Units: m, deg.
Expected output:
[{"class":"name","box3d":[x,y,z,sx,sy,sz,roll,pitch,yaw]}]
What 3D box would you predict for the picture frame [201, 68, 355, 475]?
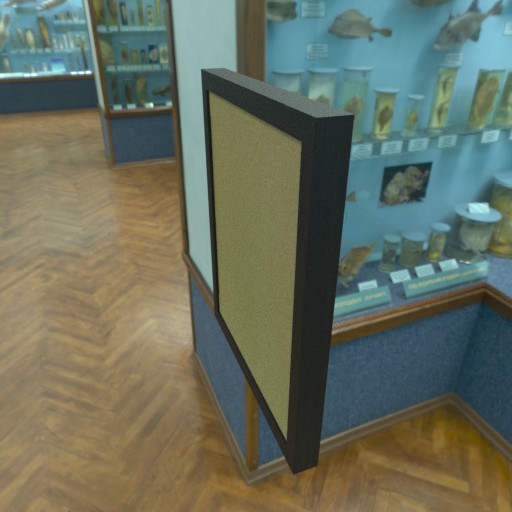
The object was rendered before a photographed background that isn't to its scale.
[{"class":"picture frame","box3d":[0.000,0.000,0.765,0.044,0.555,0.452,-10,31,-18]}]
